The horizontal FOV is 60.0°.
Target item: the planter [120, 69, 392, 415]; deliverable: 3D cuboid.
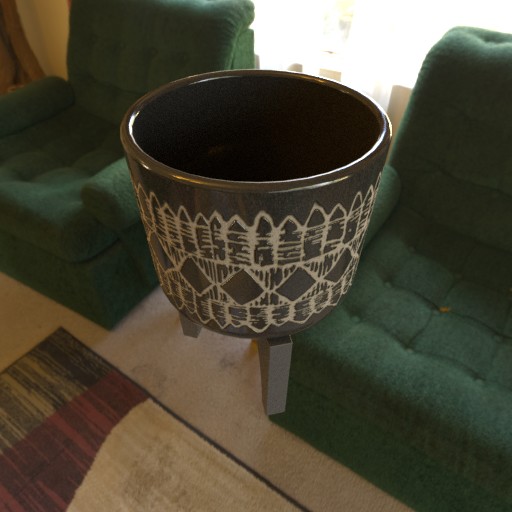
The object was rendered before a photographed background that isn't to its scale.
[{"bbox_3d":[0.000,0.000,0.533,0.251,0.355,0.251,11,43,13],"label":"planter"}]
